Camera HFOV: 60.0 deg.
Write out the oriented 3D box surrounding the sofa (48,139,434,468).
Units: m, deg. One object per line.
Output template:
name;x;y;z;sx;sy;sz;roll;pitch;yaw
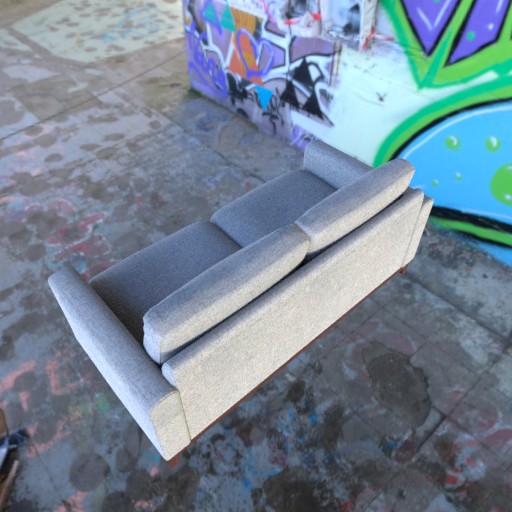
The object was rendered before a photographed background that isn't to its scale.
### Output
sofa;0.000;0.000;2.513;1.978;0.892;0.969;-32;53;-28
